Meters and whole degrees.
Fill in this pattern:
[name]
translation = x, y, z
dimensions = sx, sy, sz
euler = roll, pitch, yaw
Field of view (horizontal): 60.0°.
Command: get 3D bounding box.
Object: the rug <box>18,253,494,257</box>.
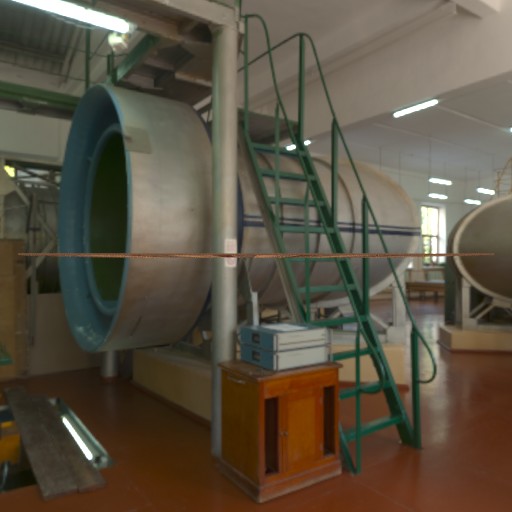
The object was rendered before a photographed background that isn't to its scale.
[rug]
translation = 0.000, 0.000, 2.307
dimensions = 1.829, 0.008, 1.219
euler = 0, -1, -1
